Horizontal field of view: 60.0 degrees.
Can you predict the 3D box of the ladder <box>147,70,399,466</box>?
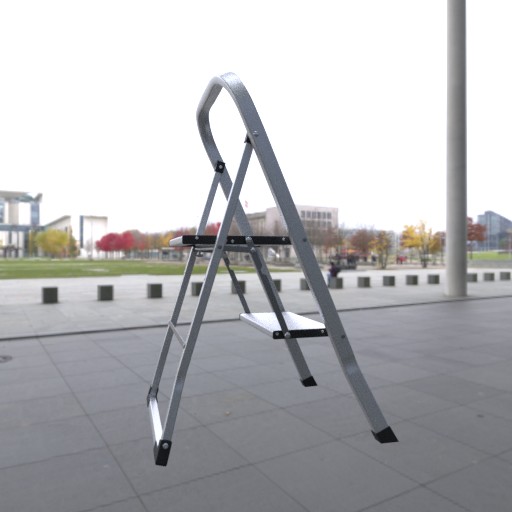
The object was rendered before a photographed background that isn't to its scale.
[{"bbox_3d":[0.000,0.000,1.137,0.530,0.830,0.465,0,0,-16],"label":"ladder"}]
